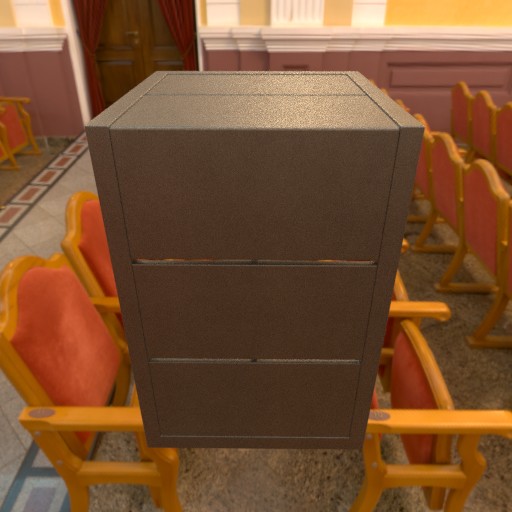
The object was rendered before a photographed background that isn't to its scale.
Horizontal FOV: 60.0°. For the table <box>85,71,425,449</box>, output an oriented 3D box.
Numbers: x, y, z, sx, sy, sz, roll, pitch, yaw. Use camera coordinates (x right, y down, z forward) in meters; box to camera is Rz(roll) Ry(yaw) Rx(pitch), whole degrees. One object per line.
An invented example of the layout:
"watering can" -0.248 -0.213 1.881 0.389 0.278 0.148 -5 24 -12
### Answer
"table" 0.000 0.000 0.861 0.405 0.609 0.420 0 31 1
